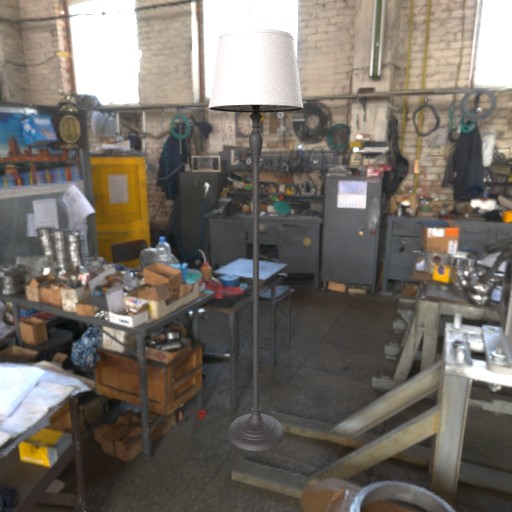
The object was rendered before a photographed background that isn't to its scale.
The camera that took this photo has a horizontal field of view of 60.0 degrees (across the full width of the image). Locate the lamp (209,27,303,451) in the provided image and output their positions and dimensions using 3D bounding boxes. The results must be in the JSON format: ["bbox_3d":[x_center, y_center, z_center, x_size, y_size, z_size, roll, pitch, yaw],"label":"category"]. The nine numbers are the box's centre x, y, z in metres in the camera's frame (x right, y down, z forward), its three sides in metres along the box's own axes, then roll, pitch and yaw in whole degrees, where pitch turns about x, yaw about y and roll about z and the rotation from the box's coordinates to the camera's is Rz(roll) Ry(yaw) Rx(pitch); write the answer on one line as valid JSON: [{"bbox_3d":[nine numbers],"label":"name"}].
[{"bbox_3d":[0.000,0.000,1.662,0.327,1.506,0.327,-2,14,-9],"label":"lamp"}]
